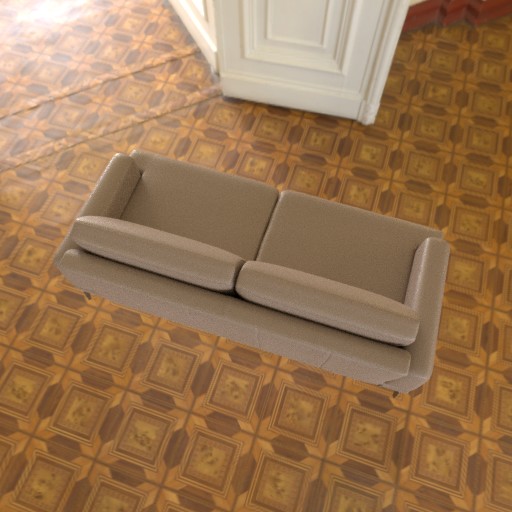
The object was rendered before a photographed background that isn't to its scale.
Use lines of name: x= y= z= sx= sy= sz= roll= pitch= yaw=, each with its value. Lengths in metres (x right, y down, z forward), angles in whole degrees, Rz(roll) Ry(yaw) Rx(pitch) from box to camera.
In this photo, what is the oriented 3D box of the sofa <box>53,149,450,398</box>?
sofa: x=0.000 y=0.000 z=2.411 sx=1.940 sy=0.765 sz=0.974 roll=16 pitch=64 yaw=8
